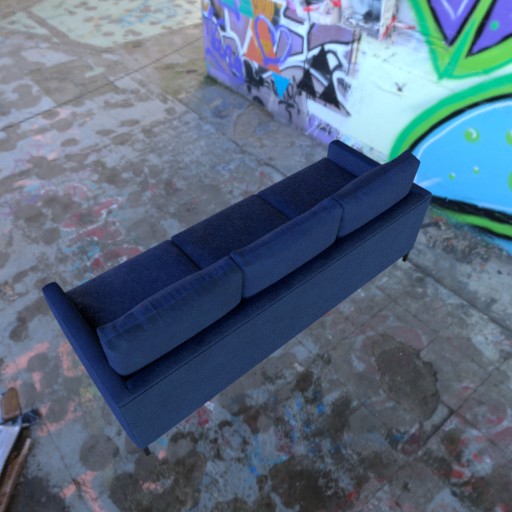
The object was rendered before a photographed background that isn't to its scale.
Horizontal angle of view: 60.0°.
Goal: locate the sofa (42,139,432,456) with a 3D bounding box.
[{"bbox_3d":[0.000,0.000,2.689,2.252,0.879,0.875,-31,54,-26],"label":"sofa"}]
